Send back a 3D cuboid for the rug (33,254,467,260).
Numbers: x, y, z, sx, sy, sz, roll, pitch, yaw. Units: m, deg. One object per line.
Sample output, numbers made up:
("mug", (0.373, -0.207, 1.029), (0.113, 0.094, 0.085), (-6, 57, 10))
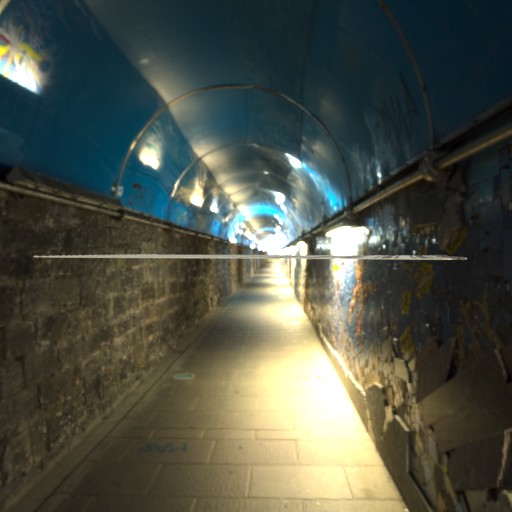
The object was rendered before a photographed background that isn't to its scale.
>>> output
("rug", (0.000, 0.000, 2.581), (2.096, 0.011, 1.229), (0, 1, 18))
